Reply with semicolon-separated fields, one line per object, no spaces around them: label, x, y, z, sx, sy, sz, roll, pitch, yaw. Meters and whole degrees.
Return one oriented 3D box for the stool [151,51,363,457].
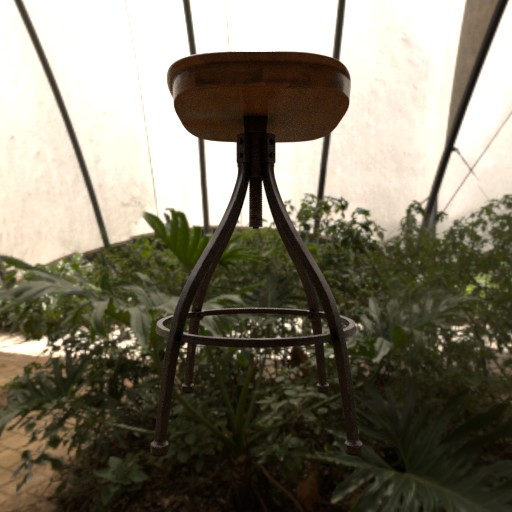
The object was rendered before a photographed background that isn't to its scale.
stool;0.000;0.000;0.955;0.424;0.694;0.432;0;1;0
